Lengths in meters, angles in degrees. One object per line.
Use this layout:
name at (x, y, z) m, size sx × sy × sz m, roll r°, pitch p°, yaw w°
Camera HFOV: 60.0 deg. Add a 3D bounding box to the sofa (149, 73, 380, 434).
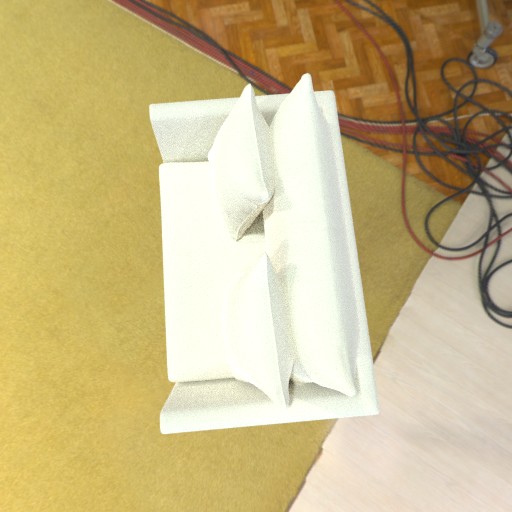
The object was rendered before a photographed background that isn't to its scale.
sofa at (0.000, 0.000, 2.312) m, size 1.026 × 1.039 × 1.608 m, roll -5°, pitch 77°, yaw -1°
